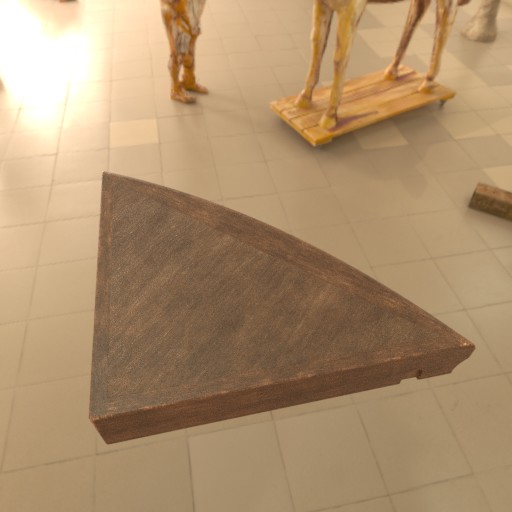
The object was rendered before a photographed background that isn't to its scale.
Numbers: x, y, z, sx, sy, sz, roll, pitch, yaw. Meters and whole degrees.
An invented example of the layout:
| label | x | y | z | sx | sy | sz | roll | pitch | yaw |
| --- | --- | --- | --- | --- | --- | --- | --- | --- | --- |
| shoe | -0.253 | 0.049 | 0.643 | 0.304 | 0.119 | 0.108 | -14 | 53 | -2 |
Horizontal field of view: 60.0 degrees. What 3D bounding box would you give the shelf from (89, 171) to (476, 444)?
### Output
| label | x | y | z | sx | sy | sz | roll | pitch | yaw |
| --- | --- | --- | --- | --- | --- | --- | --- | --- | --- |
| shelf | 0.000 | 0.000 | 0.460 | 0.310 | 0.050 | 0.310 | -9 | 48 | -8 |
